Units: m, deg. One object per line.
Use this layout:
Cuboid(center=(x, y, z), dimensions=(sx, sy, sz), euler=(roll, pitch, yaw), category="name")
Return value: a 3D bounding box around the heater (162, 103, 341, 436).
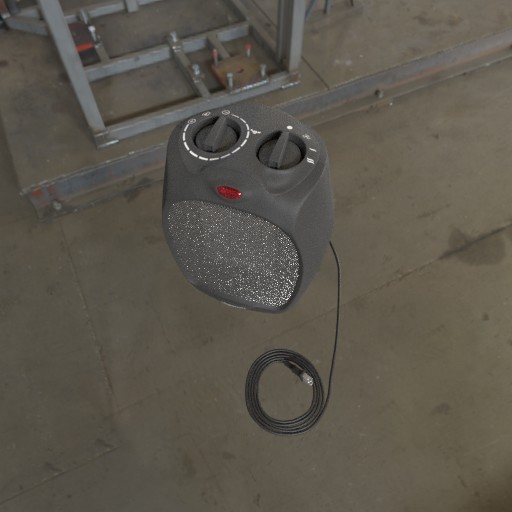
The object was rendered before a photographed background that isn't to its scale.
Cuboid(center=(0.000, 0.000, 0.474), dimensions=(0.239, 0.240, 0.291), euler=(16, 60, 10), category="heater")
